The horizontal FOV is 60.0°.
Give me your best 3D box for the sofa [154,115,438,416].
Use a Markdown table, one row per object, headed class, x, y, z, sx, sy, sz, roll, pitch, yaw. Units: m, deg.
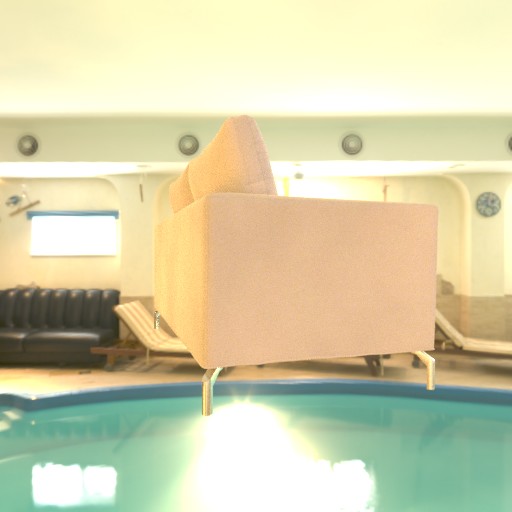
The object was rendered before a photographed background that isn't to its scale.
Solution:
| class | x | y | z | sx | sy | sz | roll | pitch | yaw |
| --- | --- | --- | --- | --- | --- | --- | --- | --- | --- |
| sofa | 0.000 | 0.000 | 2.335 | 0.906 | 0.995 | 1.739 | 0 | 0 | -18 |
